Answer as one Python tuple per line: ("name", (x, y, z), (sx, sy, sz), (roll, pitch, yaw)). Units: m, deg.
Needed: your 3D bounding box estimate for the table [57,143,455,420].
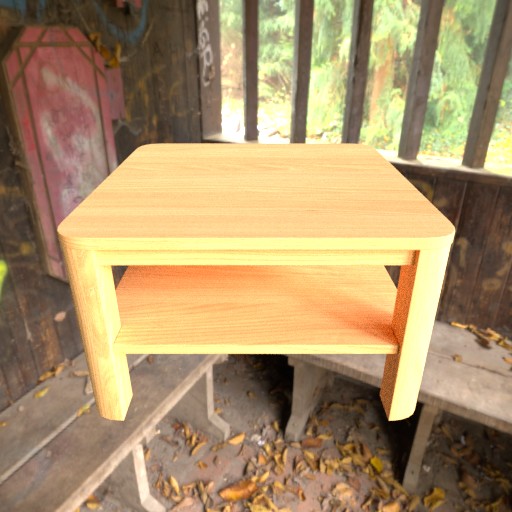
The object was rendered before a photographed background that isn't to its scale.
("table", (0.000, 0.000, 1.223), (0.750, 0.450, 0.750), (0, 27, 0))
